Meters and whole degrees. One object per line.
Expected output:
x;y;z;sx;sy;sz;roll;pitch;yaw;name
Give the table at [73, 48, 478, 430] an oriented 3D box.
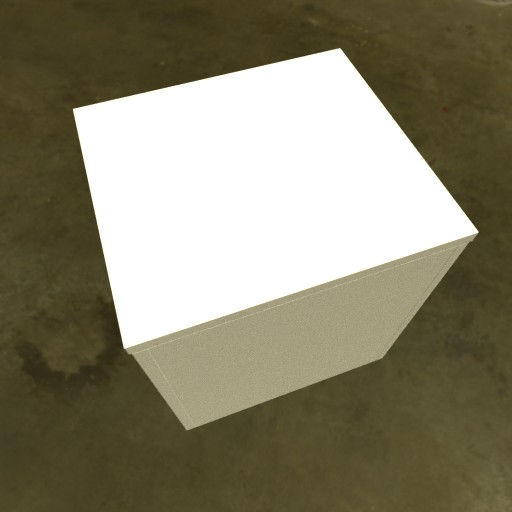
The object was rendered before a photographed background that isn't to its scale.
0.000;0.000;0.773;0.420;0.460;0.380;-17;60;-10;table
